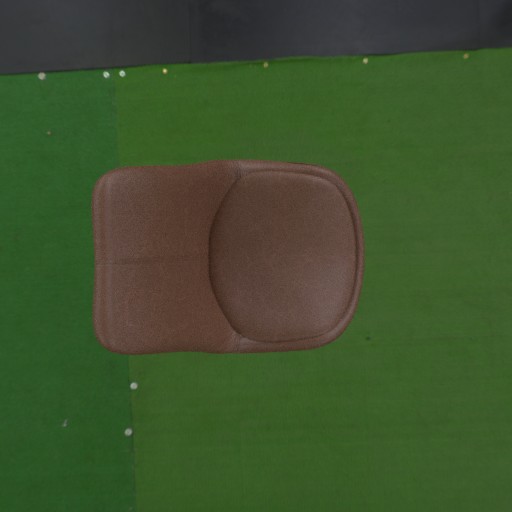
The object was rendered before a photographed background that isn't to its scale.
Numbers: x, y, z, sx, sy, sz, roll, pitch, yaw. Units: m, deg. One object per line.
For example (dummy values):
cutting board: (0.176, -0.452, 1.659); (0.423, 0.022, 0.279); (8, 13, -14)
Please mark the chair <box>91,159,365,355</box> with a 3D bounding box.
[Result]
chair: (0.000, 0.000, 1.159); (0.550, 0.850, 0.475); (0, 91, 1)
